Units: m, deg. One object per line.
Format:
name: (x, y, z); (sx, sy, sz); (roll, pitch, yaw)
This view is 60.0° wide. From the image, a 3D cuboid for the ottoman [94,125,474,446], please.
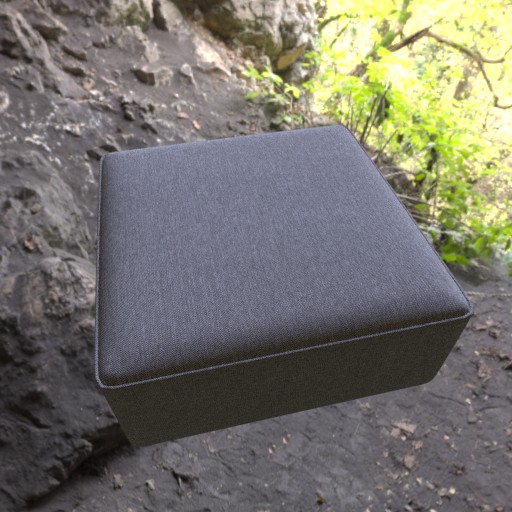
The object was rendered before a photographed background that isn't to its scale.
ottoman: (0.000, 0.000, 1.560); (1.005, 0.455, 1.005); (-9, 47, -9)
